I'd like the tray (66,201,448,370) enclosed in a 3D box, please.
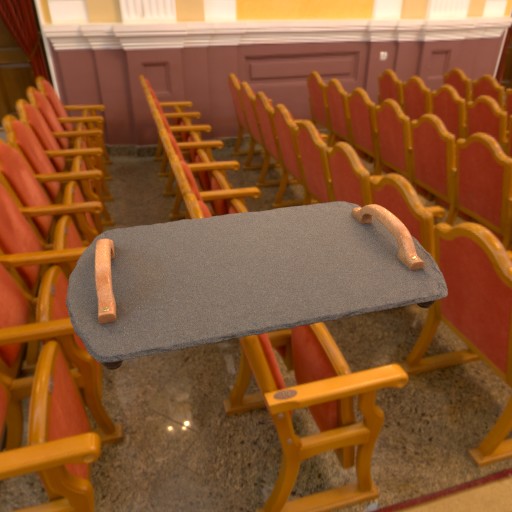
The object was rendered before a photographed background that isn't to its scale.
[{"bbox_3d":[0.000,0.000,0.479,0.387,0.062,0.231,-8,32,-14],"label":"tray"}]
